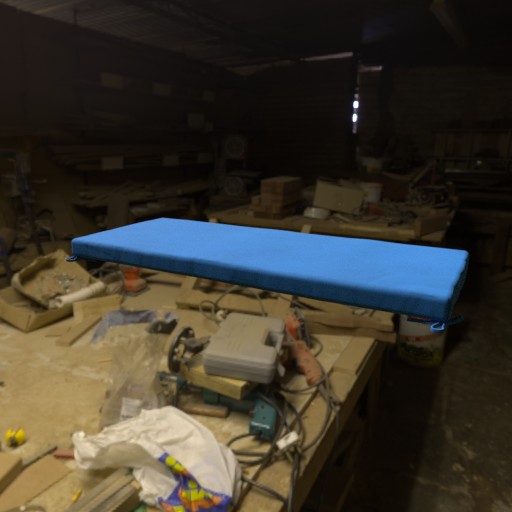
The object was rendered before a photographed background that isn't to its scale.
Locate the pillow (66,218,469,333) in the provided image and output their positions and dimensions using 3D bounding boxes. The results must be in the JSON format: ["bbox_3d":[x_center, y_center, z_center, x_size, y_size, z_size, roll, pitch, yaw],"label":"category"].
[{"bbox_3d":[0.000,0.000,1.347,1.187,0.081,0.492,8,17,28],"label":"pillow"}]
